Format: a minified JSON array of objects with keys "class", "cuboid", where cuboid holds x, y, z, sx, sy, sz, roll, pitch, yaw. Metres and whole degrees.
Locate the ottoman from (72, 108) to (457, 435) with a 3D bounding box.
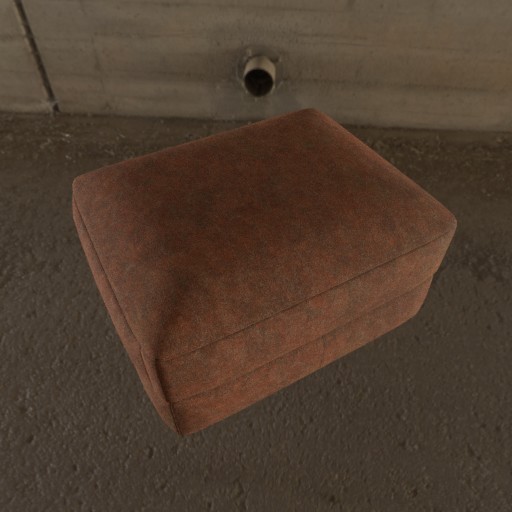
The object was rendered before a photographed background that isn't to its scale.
[{"class":"ottoman","cuboid":[0.000,0.000,1.171,0.787,0.508,0.635,-22,51,-19]}]
